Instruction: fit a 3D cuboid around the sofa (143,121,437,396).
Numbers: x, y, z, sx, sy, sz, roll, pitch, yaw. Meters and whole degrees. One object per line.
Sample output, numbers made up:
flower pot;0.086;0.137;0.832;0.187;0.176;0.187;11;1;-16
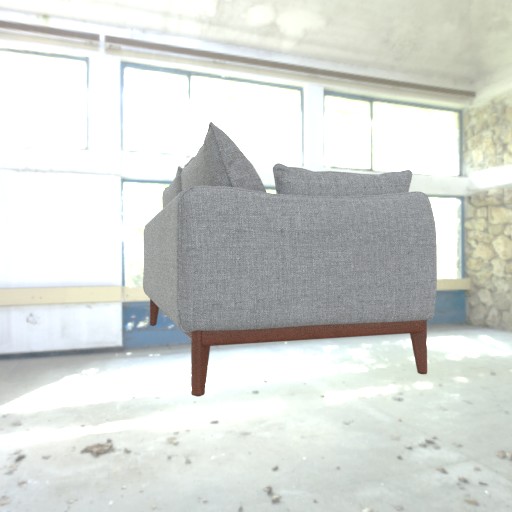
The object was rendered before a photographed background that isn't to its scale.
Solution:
sofa;0.000;0.000;2.164;0.972;0.851;1.580;0;0;-18
